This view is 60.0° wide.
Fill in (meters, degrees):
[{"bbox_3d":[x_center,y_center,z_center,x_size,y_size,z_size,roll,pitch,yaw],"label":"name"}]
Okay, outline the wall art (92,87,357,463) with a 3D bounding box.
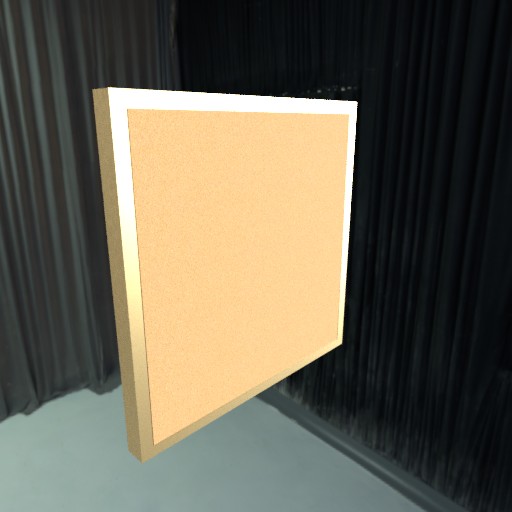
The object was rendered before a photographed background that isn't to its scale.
[{"bbox_3d":[0.000,0.000,1.902,0.095,1.284,1.284,16,23,42],"label":"wall art"}]
